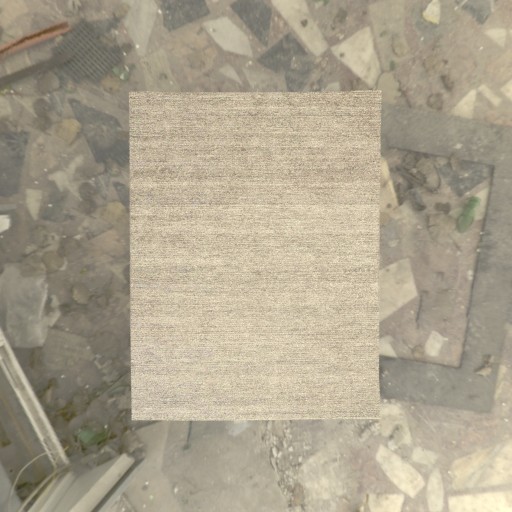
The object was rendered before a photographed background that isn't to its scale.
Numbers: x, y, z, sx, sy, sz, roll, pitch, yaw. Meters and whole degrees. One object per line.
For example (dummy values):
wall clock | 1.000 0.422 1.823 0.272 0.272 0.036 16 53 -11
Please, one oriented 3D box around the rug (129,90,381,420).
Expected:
rug | 0.000 0.000 4.286 2.434 0.045 3.202 0 91 -1
